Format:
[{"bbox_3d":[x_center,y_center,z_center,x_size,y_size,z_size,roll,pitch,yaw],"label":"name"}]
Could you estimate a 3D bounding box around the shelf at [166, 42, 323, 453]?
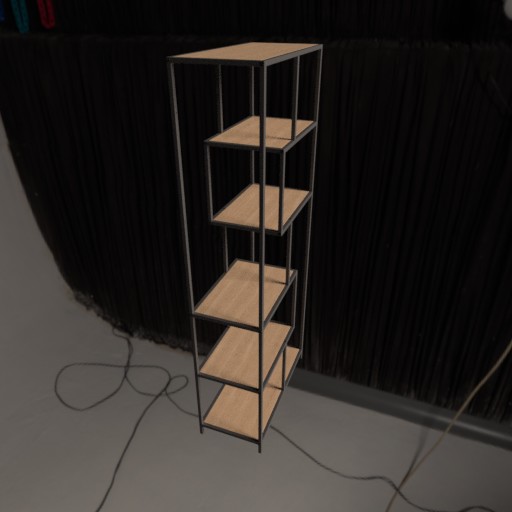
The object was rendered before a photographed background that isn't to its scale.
[{"bbox_3d":[0.000,0.000,2.186,0.350,1.850,0.770,11,31,18],"label":"shelf"}]
